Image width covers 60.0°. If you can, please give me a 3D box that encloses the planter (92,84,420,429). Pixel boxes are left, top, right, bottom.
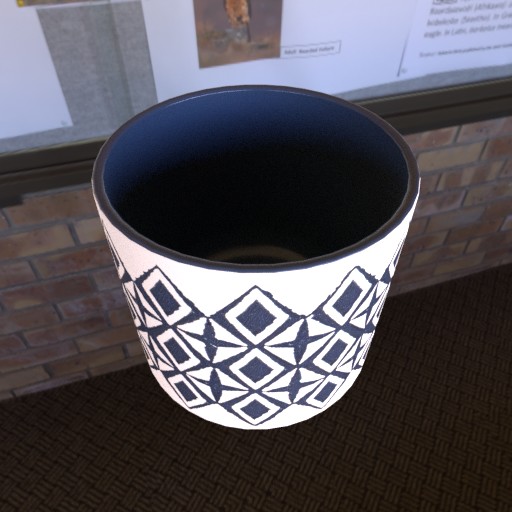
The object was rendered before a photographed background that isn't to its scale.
[{"bbox_3d":[0.000,0.000,0.309,0.182,0.165,0.182,0,46,0],"label":"planter"}]
